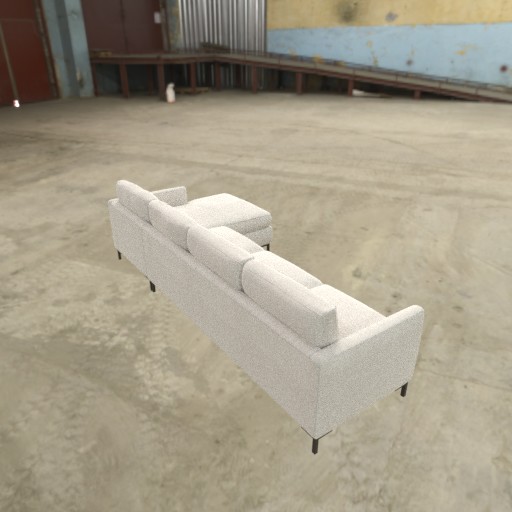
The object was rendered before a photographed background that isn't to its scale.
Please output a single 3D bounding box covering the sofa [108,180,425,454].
[{"bbox_3d":[0.000,0.000,2.917,1.126,0.677,2.445,-17,30,-32],"label":"sofa"}]
